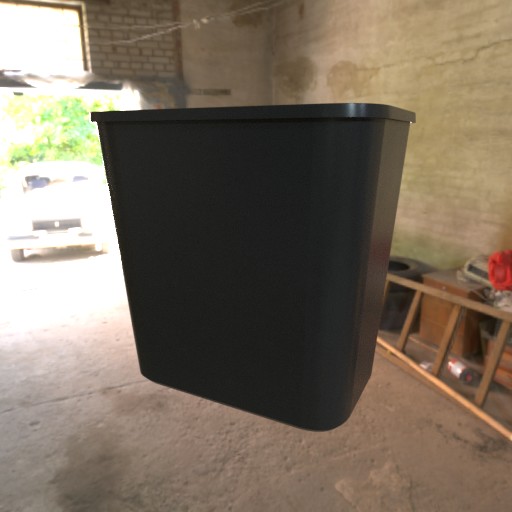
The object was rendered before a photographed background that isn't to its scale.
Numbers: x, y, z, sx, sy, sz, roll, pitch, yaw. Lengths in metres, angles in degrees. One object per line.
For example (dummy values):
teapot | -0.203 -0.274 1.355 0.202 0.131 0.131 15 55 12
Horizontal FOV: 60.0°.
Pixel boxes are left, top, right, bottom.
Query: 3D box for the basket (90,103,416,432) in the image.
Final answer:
basket | 0.000 0.000 0.500 0.300 0.307 0.211 8 17 26
